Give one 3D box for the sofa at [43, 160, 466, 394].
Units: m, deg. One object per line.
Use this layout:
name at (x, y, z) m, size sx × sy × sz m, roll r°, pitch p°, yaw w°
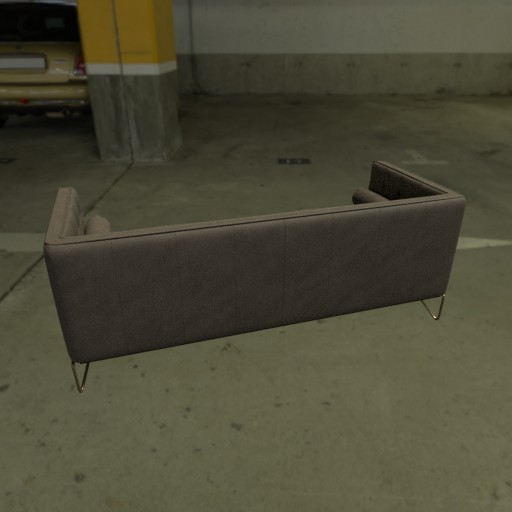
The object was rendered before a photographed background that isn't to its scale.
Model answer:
sofa at (0.000, 0.000, 2.560) m, size 2.087 × 0.789 × 0.867 m, roll -8°, pitch 27°, yaw -16°
